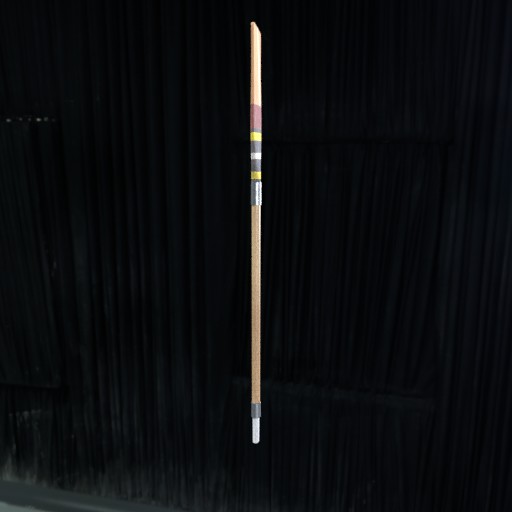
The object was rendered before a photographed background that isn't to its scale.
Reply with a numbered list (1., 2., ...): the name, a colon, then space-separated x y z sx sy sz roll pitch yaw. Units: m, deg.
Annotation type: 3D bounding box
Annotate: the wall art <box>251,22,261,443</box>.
1. wall art: 0.000 0.000 1.645 0.038 1.556 0.146 2 13 9
